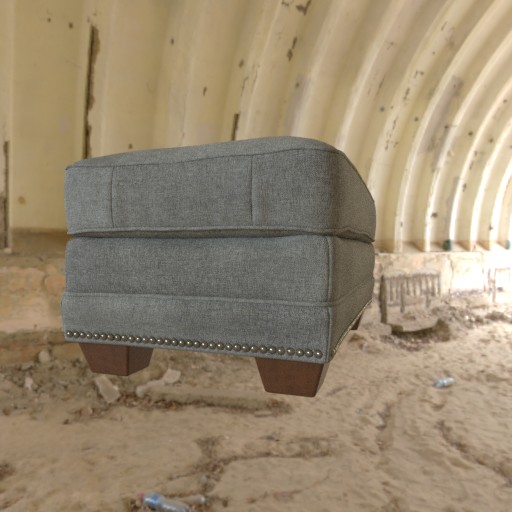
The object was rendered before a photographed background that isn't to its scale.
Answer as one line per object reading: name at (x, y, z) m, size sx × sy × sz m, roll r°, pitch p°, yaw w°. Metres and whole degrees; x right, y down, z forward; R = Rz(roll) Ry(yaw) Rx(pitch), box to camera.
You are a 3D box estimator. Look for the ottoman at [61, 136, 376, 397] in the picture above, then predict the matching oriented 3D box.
ottoman at (0.000, 0.000, 1.141) m, size 0.561 × 0.457 × 0.813 m, roll 0°, pitch 1°, yaw 19°
